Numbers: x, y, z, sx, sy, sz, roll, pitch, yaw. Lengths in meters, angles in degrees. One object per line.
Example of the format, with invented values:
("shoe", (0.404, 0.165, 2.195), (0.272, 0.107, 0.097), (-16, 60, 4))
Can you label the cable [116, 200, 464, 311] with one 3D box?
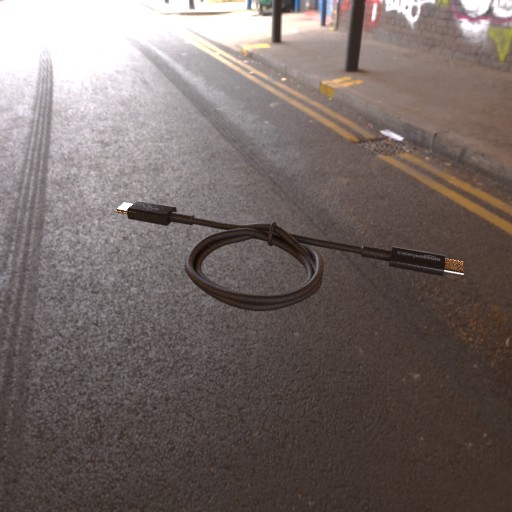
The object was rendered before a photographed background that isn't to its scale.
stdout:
("cable", (0.000, 0.000, 0.216), (0.192, 0.014, 0.070), (11, 35, 16))
